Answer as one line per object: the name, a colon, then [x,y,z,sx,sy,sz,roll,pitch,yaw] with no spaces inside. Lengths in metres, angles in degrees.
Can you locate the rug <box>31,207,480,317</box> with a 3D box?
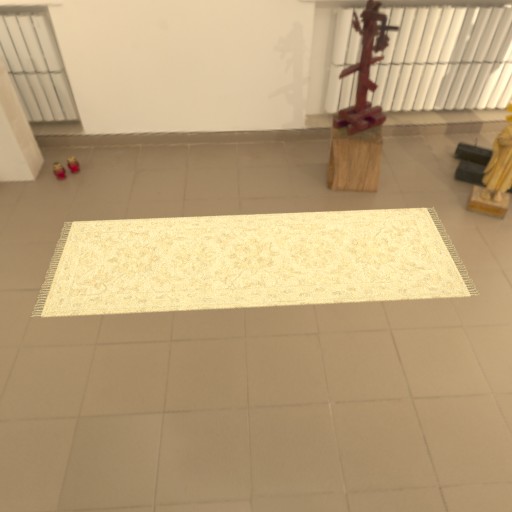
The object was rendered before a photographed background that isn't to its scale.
rug: [0.000,0.000,2.782,2.544,0.015,0.795,-2,46,-2]
